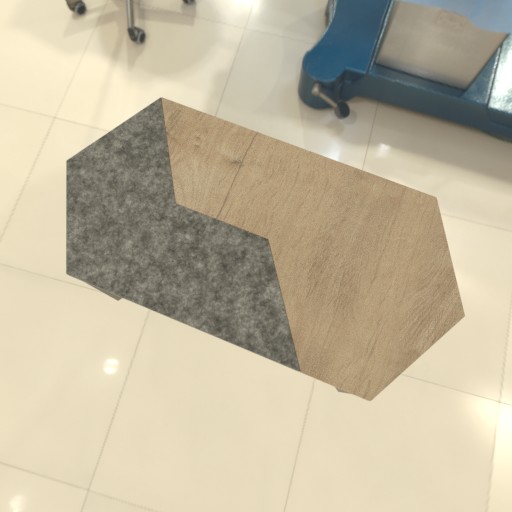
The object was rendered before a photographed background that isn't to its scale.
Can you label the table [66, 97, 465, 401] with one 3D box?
[{"bbox_3d":[0.000,0.000,1.476,1.219,0.457,0.609,22,76,6],"label":"table"}]
